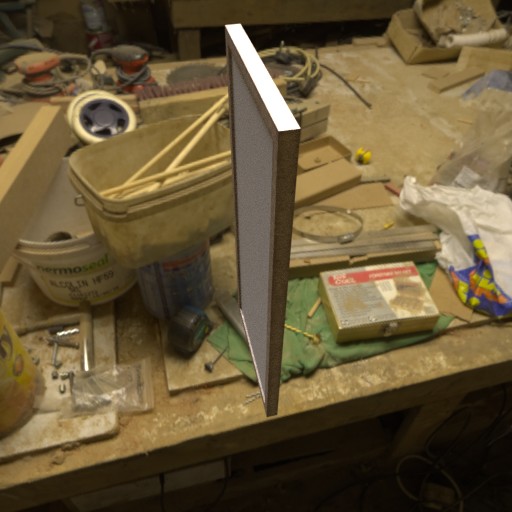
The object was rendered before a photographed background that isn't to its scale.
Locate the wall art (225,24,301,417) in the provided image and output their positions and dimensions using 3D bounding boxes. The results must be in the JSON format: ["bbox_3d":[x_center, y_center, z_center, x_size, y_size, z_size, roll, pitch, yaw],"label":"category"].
[{"bbox_3d":[0.000,0.000,1.712,0.051,1.461,0.648,-10,47,-9],"label":"wall art"}]
